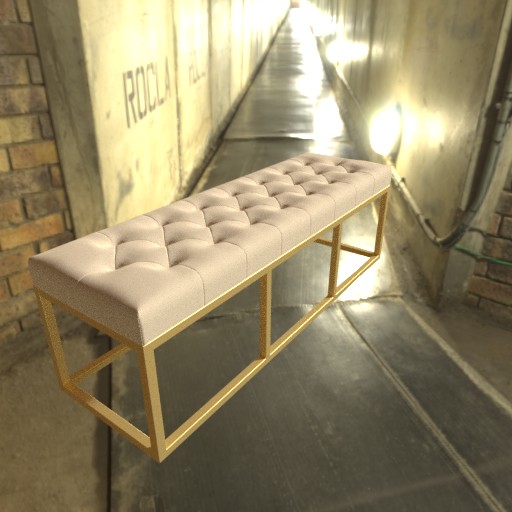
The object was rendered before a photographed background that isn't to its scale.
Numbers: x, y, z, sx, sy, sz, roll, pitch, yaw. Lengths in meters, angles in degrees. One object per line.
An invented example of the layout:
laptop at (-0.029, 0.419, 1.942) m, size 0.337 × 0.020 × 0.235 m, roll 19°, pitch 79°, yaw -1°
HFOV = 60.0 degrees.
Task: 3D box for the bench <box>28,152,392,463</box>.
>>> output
bench at (0.000, 0.000, 1.697) m, size 0.457 × 0.484 × 1.473 m, roll 18°, pitch 32°, yaw 32°
